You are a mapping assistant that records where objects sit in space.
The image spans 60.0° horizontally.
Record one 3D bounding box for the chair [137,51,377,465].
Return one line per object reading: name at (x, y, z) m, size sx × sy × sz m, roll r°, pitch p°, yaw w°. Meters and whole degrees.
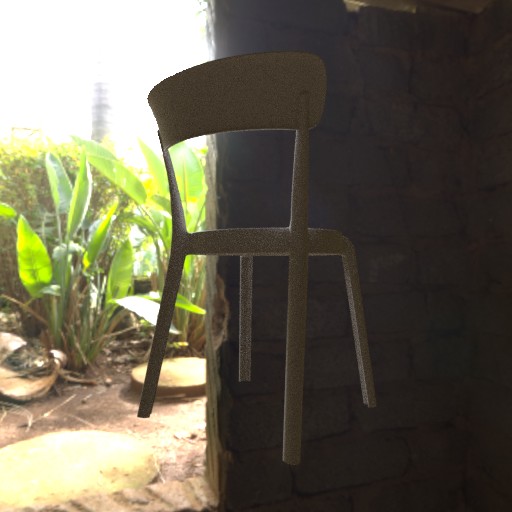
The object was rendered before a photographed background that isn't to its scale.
chair at (0.000, 0.000, 1.118) m, size 0.506 × 0.790 × 0.491 m, roll -1°, pitch -1°, yaw 36°
